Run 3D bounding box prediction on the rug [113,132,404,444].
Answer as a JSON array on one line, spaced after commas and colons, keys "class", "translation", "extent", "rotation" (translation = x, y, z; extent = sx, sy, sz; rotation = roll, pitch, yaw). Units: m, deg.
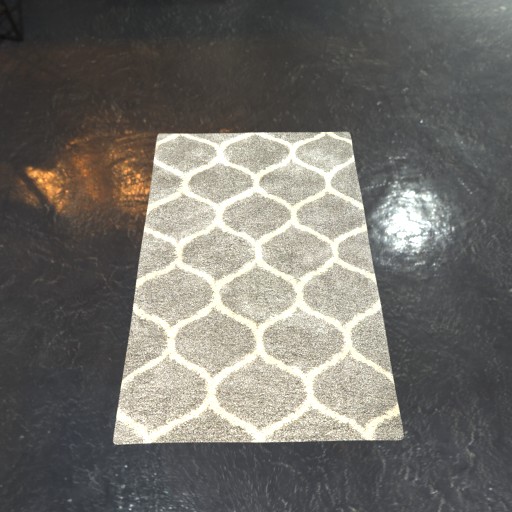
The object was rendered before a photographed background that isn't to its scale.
[{"class": "rug", "translation": [0.000, 0.000, 3.442], "extent": [1.801, 0.026, 2.701], "rotation": [-1, 58, 0]}]
